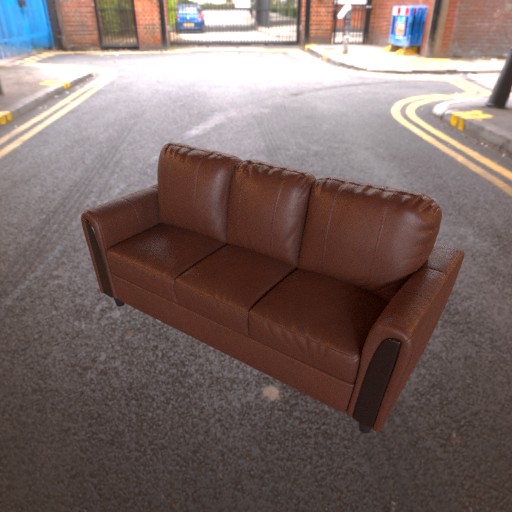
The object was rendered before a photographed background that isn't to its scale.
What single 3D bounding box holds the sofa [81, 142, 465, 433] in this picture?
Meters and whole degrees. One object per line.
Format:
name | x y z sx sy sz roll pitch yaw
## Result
sofa | 0.000 0.000 2.323 1.862 0.915 0.802 19 34 30
